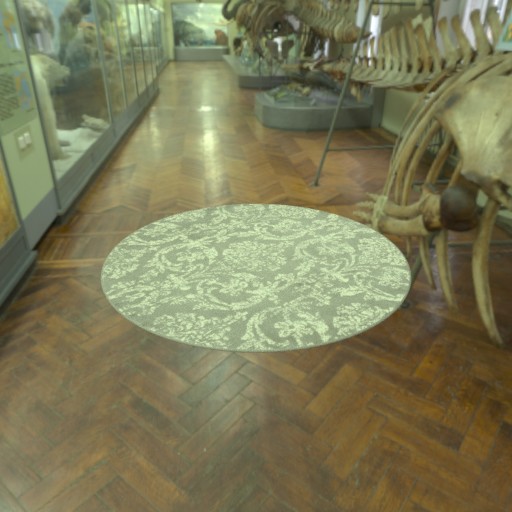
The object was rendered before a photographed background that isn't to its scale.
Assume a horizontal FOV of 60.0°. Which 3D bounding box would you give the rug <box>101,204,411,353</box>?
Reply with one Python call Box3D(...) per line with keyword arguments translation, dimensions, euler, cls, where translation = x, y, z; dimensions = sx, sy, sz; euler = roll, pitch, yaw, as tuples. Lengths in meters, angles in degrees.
Box3D(translation=(0.000, 0.000, 2.381), dimensions=(1.593, 0.012, 1.593), euler=(0, 27, 0), cls="rug")
